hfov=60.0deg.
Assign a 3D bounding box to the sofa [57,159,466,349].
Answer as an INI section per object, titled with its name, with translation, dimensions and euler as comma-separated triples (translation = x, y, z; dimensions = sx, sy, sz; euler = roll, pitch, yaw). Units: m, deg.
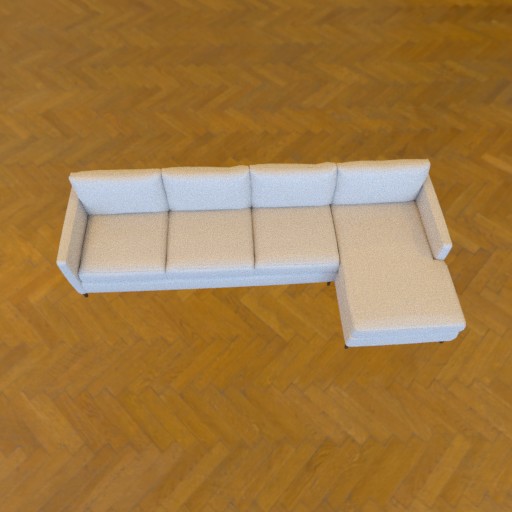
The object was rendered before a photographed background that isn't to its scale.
[sofa]
translation = 0.000, 0.000, 3.185
dimensions = 2.731, 0.755, 1.258
euler = -2, 59, -1
